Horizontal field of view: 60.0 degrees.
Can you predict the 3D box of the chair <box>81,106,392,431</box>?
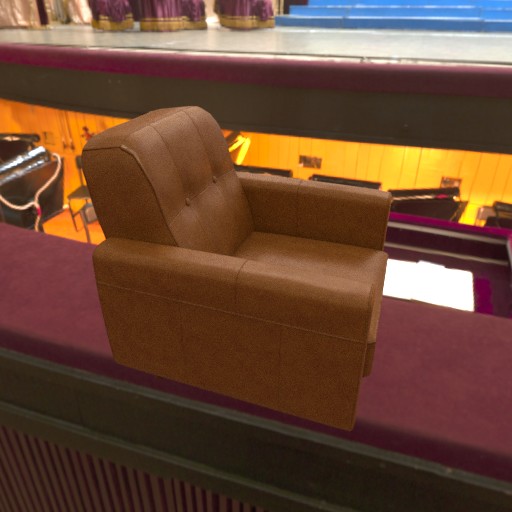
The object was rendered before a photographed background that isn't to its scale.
[{"bbox_3d":[0.000,0.000,1.652,0.942,0.968,0.845,9,31,16],"label":"chair"}]
